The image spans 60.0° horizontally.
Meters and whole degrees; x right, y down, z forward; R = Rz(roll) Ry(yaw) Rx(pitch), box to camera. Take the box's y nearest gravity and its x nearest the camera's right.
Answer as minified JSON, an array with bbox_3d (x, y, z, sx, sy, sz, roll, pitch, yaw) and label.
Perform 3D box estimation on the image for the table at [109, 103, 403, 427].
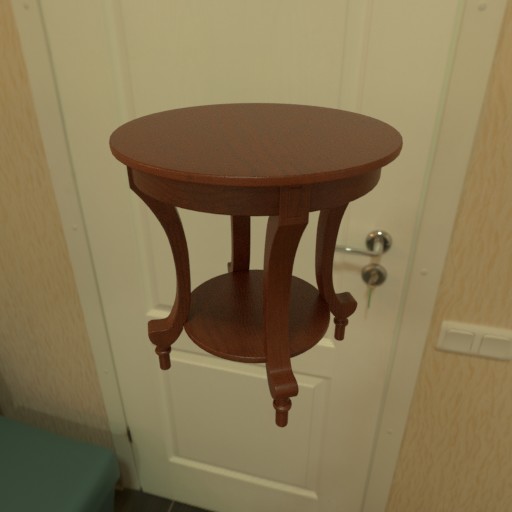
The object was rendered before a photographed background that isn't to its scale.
[{"bbox_3d":[0.000,0.000,1.085,0.597,0.612,0.597,0,29,0],"label":"table"}]
